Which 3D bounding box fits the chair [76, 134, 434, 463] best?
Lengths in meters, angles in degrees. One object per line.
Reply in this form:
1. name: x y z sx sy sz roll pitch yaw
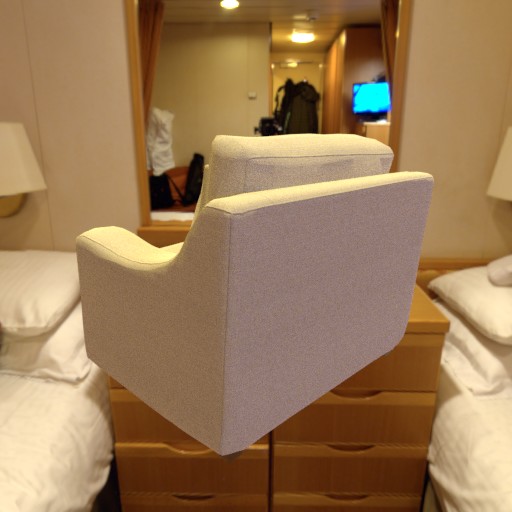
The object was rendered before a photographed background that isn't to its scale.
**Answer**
1. chair: 0.000 0.000 1.905 1.009 1.016 1.178 15 22 43
